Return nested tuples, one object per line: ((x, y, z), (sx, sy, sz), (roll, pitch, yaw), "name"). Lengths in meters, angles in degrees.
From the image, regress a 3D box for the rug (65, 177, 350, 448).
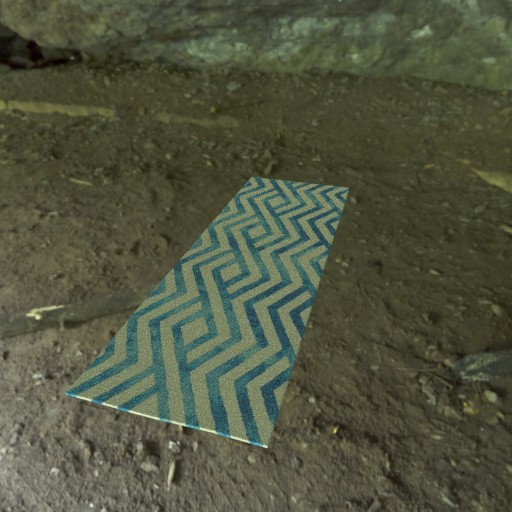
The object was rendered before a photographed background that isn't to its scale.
((0.000, 0.000, 1.607), (0.503, 0.007, 1.492), (9, 32, 14), "rug")
